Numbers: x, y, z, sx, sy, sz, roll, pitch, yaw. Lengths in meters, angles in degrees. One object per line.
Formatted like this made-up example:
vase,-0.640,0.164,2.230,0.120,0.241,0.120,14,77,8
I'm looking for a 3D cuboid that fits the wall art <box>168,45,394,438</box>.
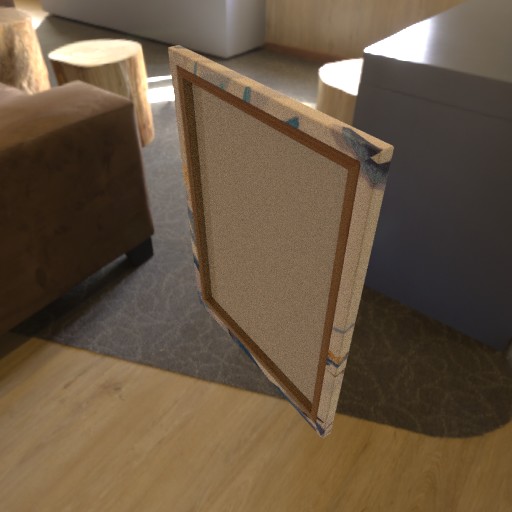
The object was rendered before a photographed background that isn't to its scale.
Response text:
wall art,0.000,0.000,1.331,0.038,1.015,0.761,-26,47,-27
